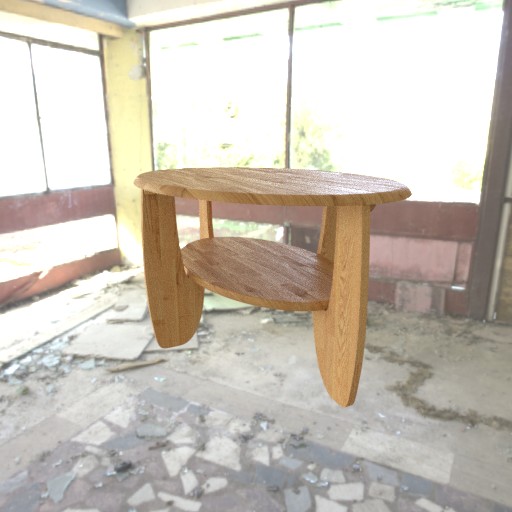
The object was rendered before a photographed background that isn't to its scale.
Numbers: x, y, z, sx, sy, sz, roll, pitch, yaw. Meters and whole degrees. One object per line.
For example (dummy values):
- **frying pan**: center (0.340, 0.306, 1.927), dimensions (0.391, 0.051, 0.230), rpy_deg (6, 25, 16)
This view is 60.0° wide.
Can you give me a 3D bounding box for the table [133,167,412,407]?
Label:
- **table**: center (0.000, 0.000, 1.376), dimensions (0.690, 0.490, 1.040), rpy_deg (-7, 16, -25)
